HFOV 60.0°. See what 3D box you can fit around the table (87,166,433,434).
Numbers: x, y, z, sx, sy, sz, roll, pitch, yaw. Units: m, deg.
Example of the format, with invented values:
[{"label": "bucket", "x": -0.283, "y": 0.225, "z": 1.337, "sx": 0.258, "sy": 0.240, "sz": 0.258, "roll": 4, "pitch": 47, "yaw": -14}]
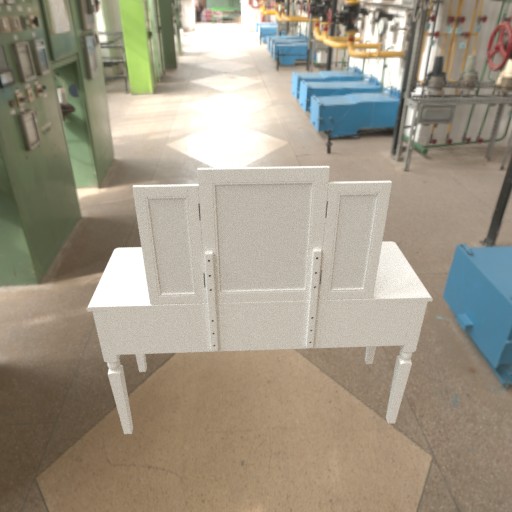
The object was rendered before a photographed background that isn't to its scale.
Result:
[{"label": "table", "x": 0.000, "y": 0.000, "z": 2.267, "sx": 1.369, "sy": 1.310, "sz": 1.115, "roll": -1, "pitch": 30, "yaw": -2}]
